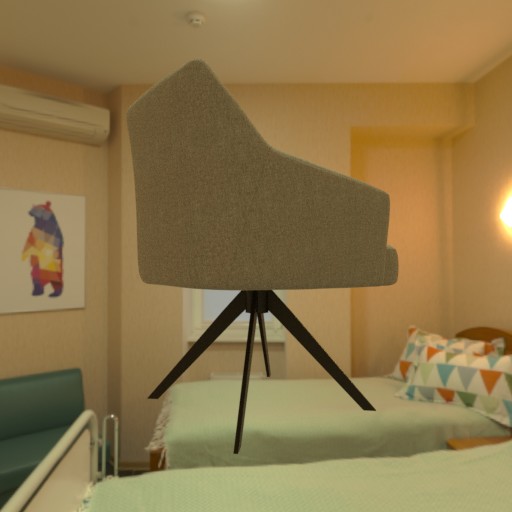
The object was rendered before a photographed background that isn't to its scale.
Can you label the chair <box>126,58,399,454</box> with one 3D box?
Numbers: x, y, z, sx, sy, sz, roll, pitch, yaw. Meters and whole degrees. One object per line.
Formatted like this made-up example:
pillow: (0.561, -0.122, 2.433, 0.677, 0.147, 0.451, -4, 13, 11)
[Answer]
chair: (0.000, 0.000, 1.312, 0.677, 0.874, 0.642, 0, -1, -36)
